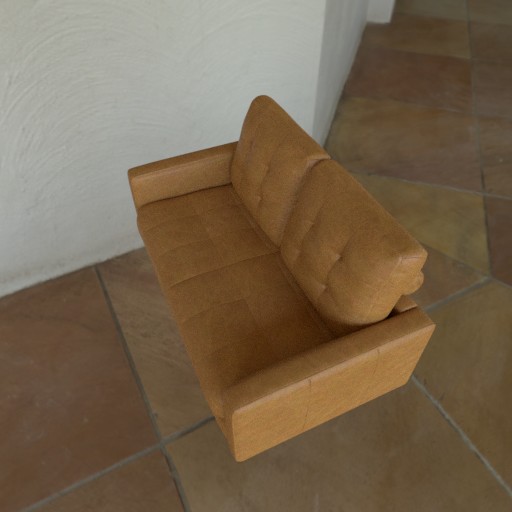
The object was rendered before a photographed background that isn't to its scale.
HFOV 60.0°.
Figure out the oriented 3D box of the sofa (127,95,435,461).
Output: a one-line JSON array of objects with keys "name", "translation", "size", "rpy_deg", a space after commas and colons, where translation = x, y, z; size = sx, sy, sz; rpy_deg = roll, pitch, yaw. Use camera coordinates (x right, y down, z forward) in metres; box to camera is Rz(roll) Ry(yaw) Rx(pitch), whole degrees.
[{"name": "sofa", "translation": [0.000, 0.000, 2.008], "size": [0.868, 0.898, 1.430], "rpy_deg": [-18, 49, -17]}]
